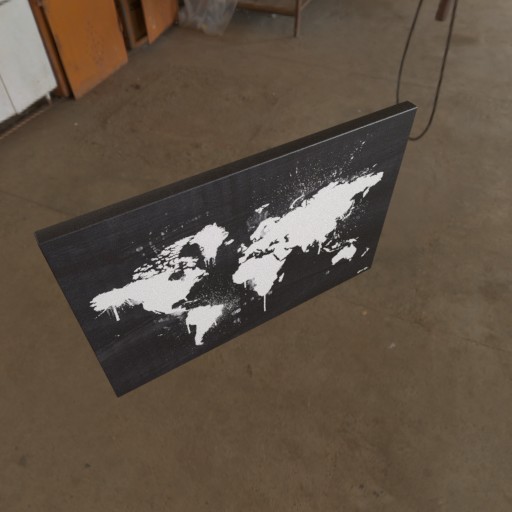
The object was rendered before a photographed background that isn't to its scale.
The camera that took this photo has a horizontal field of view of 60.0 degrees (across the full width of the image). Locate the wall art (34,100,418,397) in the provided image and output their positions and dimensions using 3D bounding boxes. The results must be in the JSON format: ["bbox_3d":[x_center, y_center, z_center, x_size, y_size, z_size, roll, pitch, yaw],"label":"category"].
[{"bbox_3d":[0.000,0.000,1.167,0.912,0.612,0.038,-24,52,-21],"label":"wall art"}]
